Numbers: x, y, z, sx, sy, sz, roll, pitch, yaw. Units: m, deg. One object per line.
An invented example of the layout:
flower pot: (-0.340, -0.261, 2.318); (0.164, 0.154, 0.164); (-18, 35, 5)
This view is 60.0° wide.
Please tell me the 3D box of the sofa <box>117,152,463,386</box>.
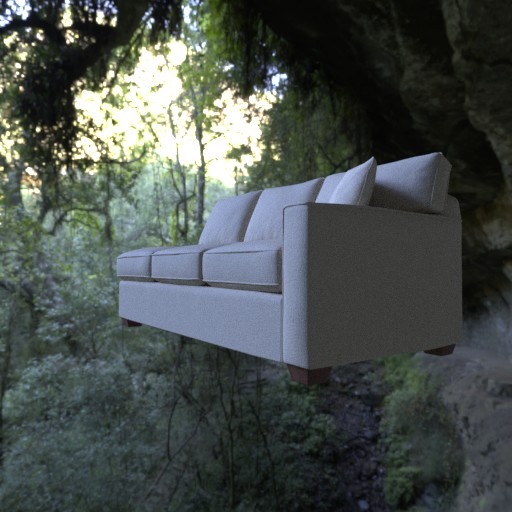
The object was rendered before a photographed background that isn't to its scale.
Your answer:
sofa: (0.000, 0.000, 2.586); (1.034, 0.946, 1.963); (1, -1, -36)
